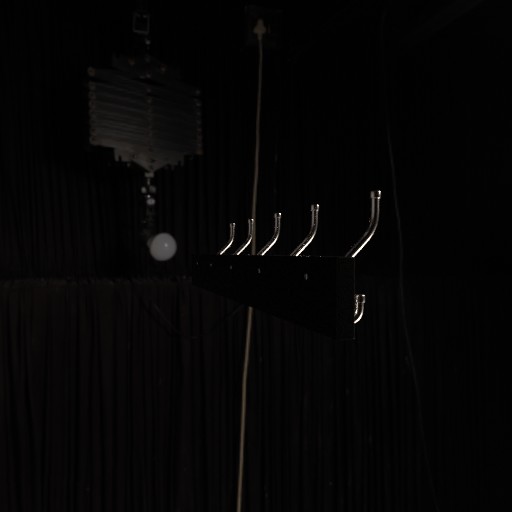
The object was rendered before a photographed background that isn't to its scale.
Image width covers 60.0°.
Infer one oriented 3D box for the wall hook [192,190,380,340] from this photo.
[{"bbox_3d":[0.000,0.000,0.597,0.071,0.117,0.571,0,1,-19],"label":"wall hook"}]
